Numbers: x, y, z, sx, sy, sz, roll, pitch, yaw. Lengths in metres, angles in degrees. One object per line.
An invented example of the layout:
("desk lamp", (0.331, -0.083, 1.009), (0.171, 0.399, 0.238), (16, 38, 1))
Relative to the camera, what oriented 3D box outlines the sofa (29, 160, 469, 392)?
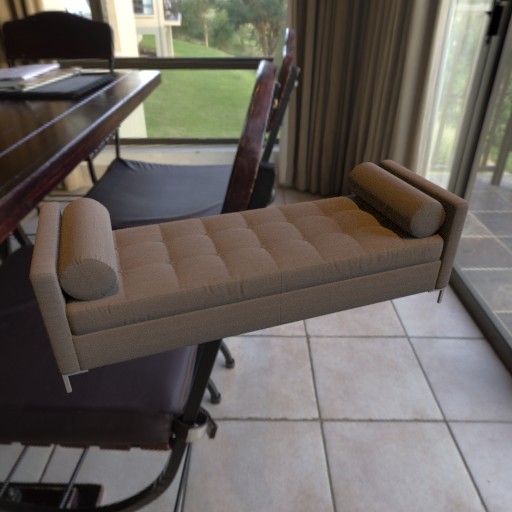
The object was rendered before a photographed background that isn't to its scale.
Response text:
("sofa", (0.000, 0.000, 2.307), (1.981, 0.635, 0.686), (-10, 32, -16))
